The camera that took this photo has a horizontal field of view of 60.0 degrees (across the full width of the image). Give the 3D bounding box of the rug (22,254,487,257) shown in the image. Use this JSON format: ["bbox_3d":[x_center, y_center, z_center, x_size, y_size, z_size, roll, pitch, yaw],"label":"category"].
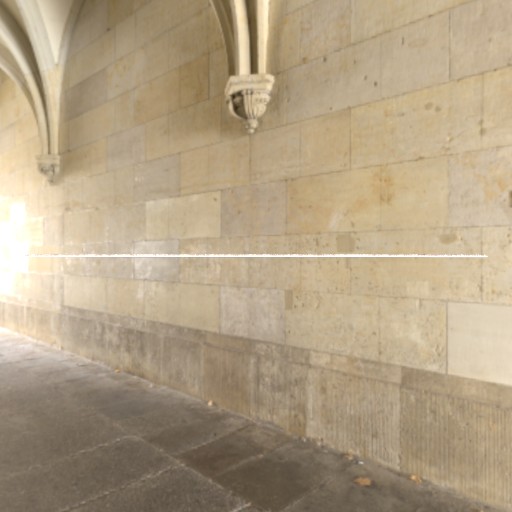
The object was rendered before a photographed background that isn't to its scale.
[{"bbox_3d":[0.000,0.000,3.986,3.063,0.024,2.158,0,0,1],"label":"rug"}]
